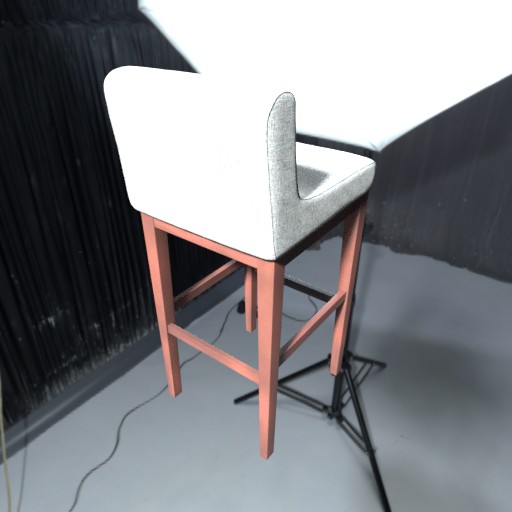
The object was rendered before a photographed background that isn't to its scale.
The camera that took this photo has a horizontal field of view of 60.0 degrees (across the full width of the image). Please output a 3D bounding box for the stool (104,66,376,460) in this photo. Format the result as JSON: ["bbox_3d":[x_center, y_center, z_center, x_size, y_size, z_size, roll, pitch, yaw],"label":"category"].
[{"bbox_3d":[0.000,0.000,1.193,0.426,0.965,0.499,21,37,31],"label":"stool"}]
